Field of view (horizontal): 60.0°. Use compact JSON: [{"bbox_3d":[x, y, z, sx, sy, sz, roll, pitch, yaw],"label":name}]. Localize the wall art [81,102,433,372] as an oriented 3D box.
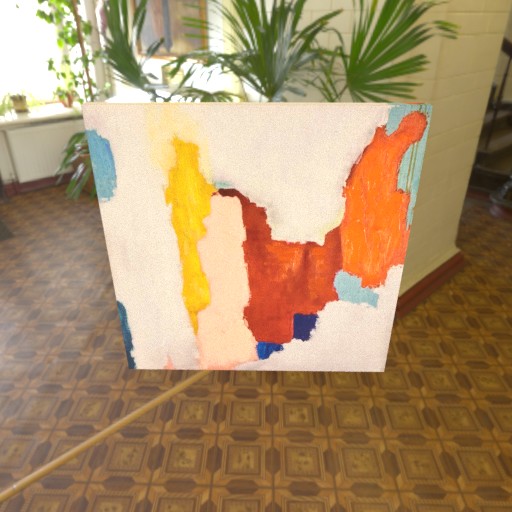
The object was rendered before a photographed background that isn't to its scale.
[{"bbox_3d":[0.000,0.000,1.233,0.814,0.814,0.037,0,29,1],"label":"wall art"}]
